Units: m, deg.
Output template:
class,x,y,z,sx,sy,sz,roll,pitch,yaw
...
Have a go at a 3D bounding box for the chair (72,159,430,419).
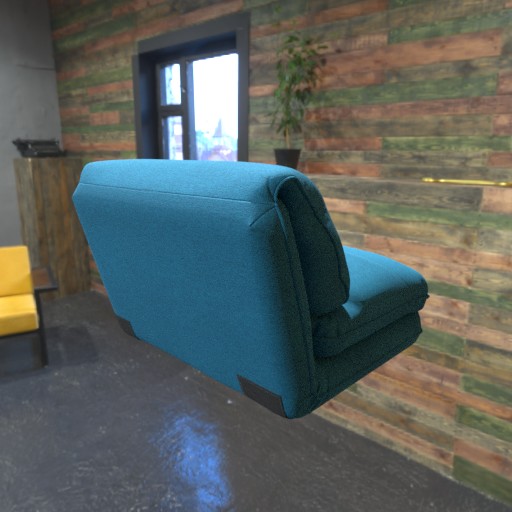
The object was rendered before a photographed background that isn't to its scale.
class,x,y,z,sx,sy,sz,roll,pitch,yaw
chair,0.000,0.000,1.351,0.820,0.580,0.780,13,18,43
